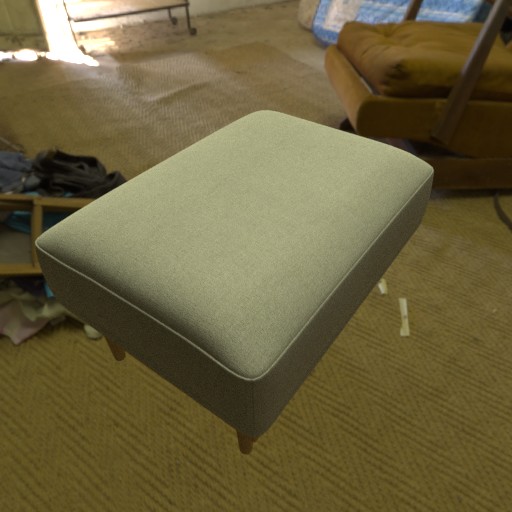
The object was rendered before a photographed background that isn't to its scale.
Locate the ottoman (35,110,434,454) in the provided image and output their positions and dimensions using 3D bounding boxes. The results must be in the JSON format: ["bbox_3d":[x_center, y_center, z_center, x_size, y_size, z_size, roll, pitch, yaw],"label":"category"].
[{"bbox_3d":[0.000,0.000,1.041,0.549,0.428,0.749,26,47,26],"label":"ottoman"}]
